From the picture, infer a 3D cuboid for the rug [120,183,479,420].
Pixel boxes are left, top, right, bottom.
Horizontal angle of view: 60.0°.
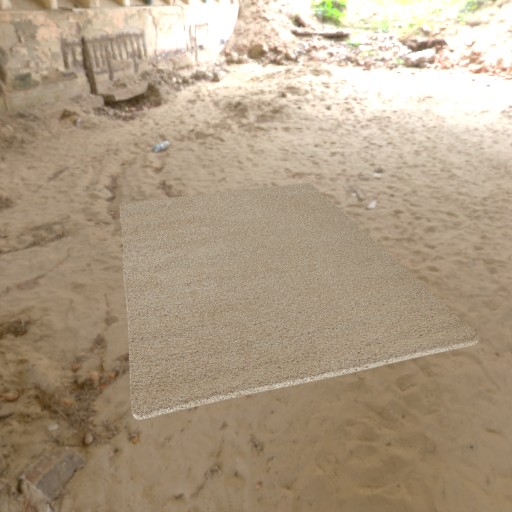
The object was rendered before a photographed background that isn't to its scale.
[{"bbox_3d":[0.000,0.000,2.078,1.199,0.025,1.600,-8,31,-14],"label":"rug"}]
